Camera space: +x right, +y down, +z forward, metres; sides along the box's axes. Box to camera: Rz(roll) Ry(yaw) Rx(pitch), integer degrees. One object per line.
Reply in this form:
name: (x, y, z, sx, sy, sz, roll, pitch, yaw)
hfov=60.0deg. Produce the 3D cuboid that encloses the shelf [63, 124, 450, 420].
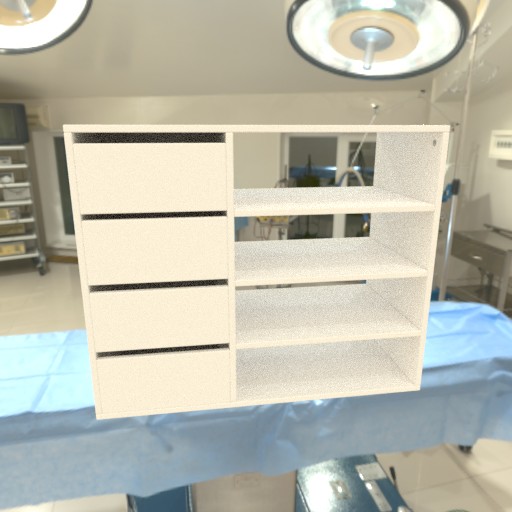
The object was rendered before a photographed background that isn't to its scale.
shelf: (0.000, 0.000, 1.298, 0.895, 0.732, 0.396, -2, 16, -8)
